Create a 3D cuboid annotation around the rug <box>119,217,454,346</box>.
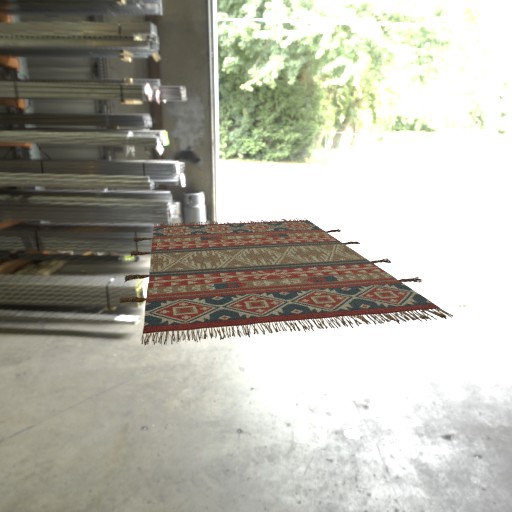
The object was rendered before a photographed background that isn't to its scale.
[{"bbox_3d":[0.000,0.000,3.159,1.778,0.048,2.450,-3,17,-11],"label":"rug"}]
